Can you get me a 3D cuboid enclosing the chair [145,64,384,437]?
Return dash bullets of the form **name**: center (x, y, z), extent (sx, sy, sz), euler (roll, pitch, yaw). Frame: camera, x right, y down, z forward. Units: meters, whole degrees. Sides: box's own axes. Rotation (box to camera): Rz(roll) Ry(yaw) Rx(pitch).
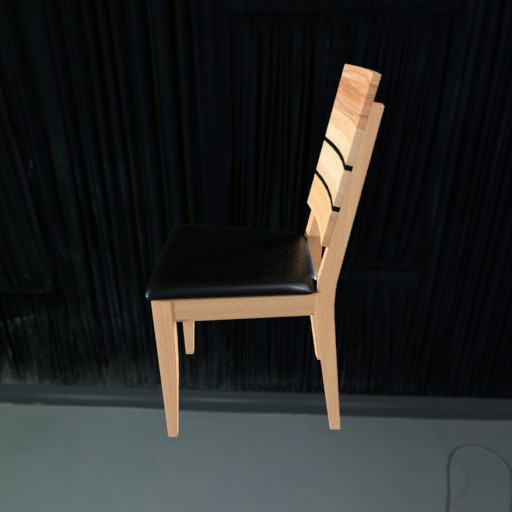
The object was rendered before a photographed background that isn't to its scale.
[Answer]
- **chair**: center (0.000, 0.000, 1.200), extent (0.520, 0.940, 0.410), euler (0, 26, 0)
